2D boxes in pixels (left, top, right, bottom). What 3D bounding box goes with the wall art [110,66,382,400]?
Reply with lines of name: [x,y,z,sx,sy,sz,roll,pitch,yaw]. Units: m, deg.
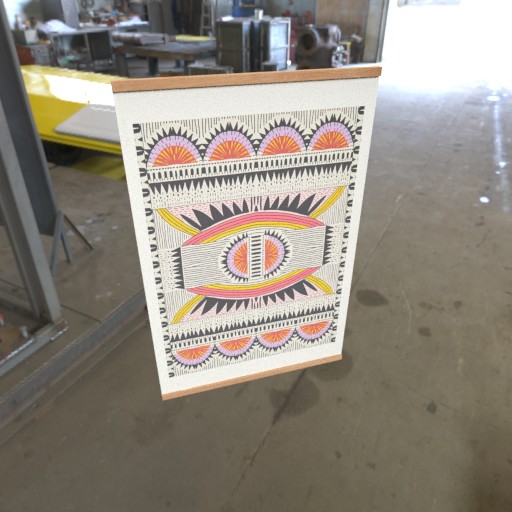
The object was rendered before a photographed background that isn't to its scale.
wall art: [0.000,0.000,1.982,0.999,1.533,0.028,-9,33,-14]
